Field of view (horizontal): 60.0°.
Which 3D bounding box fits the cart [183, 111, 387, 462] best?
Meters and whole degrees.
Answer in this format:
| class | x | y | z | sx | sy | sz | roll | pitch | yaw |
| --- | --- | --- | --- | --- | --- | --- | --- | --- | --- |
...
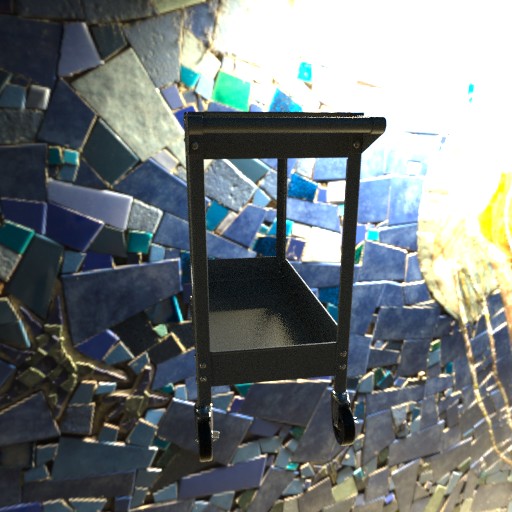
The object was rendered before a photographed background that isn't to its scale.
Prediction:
| class | x | y | z | sx | sy | sz | roll | pitch | yaw |
| --- | --- | --- | --- | --- | --- | --- | --- | --- | --- |
| cart | 0.000 | 0.000 | 1.184 | 0.366 | 0.719 | 0.779 | -3 | 17 | -9 |
